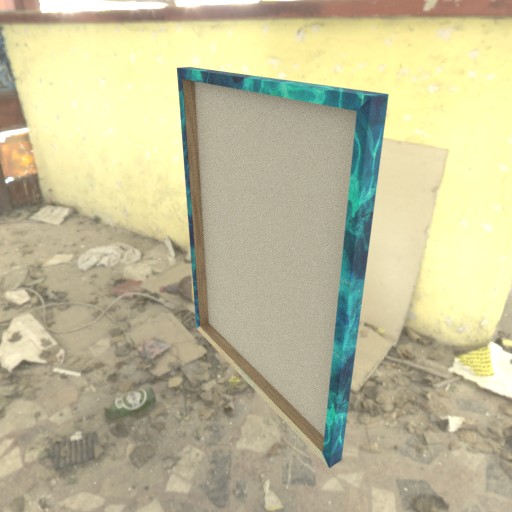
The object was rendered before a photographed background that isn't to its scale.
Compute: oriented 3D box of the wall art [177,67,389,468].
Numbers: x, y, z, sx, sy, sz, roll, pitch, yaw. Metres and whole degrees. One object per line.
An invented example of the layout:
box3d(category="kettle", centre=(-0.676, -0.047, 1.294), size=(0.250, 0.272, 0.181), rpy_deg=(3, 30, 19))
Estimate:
box3d(category="wall art", centre=(0.000, 0.000, 1.013), size=(0.038, 0.760, 0.609), rpy_deg=(-18, 32, -30))
